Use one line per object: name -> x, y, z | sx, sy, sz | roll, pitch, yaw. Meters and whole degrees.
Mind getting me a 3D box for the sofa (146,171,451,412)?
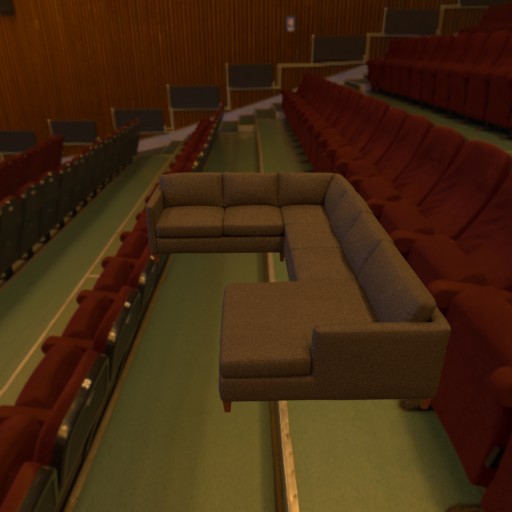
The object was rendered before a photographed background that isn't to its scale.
sofa -> 0.000, 0.000, 4.580 | 2.594, 0.961, 3.460 | -1, 26, -1
